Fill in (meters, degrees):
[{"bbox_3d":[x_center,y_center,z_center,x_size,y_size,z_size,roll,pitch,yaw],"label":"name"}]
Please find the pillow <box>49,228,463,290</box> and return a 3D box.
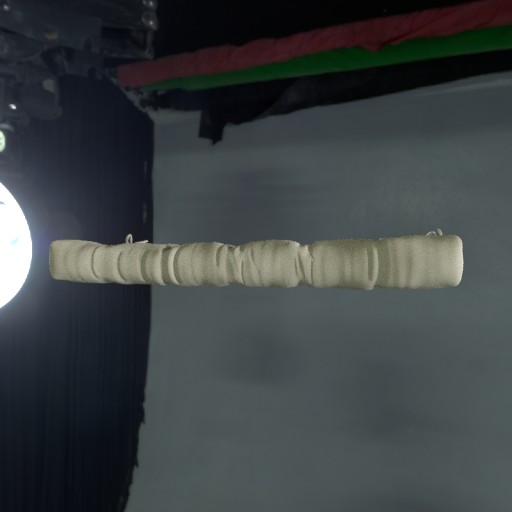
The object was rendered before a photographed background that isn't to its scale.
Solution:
[{"bbox_3d":[0.000,0.000,1.376,1.194,0.174,0.511,0,0,16],"label":"pillow"}]
